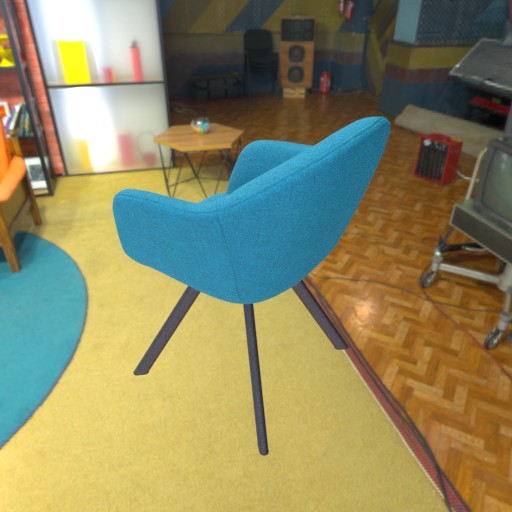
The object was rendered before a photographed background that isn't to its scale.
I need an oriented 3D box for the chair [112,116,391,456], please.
[{"bbox_3d":[0.000,0.000,1.160,0.565,0.775,0.545,20,36,30],"label":"chair"}]
